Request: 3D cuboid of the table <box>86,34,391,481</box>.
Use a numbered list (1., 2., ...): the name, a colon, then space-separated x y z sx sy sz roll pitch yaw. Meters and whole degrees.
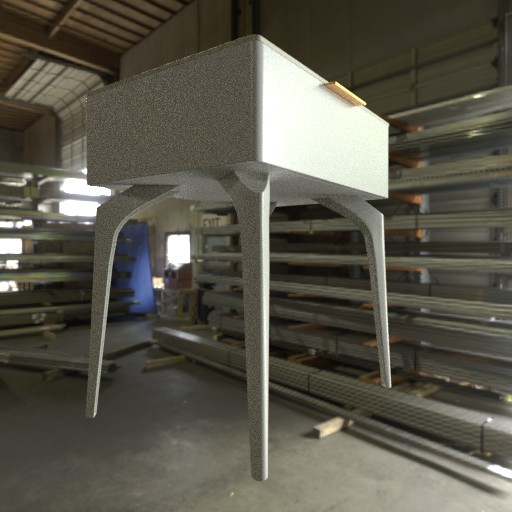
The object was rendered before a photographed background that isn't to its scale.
1. table: 0.000 0.000 0.870 0.400 0.570 0.500 0 1 36
